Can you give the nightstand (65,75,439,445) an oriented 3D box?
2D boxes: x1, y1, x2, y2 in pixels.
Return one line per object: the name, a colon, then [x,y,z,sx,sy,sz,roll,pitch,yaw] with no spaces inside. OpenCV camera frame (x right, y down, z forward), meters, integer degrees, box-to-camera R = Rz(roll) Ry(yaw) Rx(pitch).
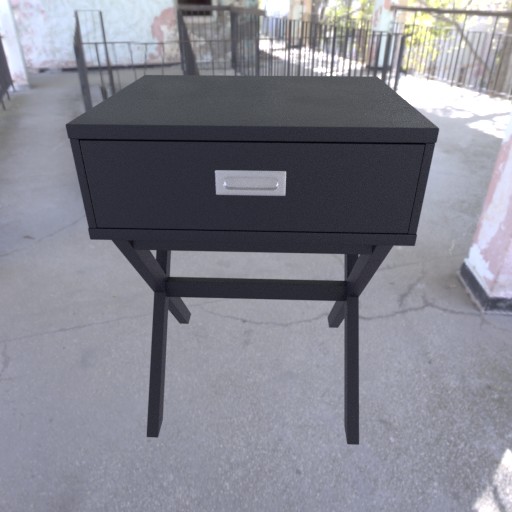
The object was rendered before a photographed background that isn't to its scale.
nightstand: [0.000,0.000,0.896,0.479,0.623,0.402,1,31,2]
